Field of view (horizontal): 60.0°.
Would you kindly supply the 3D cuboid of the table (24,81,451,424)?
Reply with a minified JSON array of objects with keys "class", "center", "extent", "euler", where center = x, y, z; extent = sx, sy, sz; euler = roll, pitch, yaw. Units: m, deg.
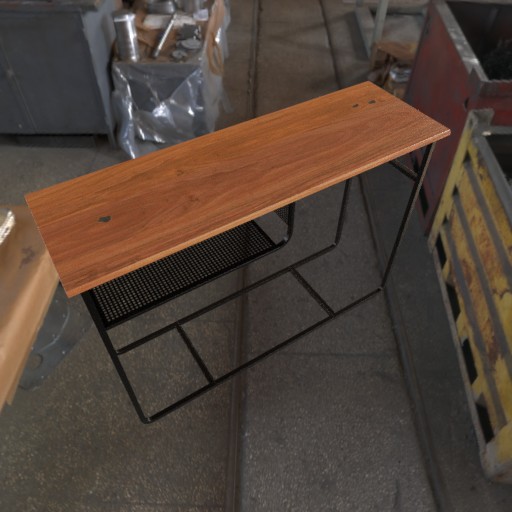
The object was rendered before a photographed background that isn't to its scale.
[{"class":"table","center":[0.000,0.000,1.441],"extent":[1.100,0.750,0.350],"euler":[-25,52,-21]}]
